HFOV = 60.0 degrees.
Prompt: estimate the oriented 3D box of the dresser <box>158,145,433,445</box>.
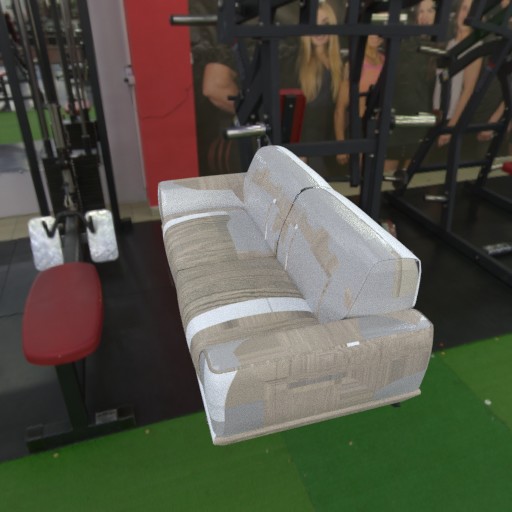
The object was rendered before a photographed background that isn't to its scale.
[{"bbox_3d":[0.000,0.000,5.950,2.251,1.863,4.679,-8,31,-14],"label":"dresser"}]
